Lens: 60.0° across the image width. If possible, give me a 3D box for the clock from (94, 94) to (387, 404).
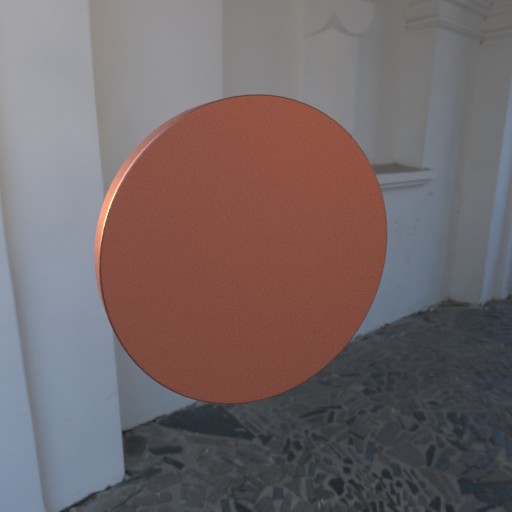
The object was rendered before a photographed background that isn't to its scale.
[{"bbox_3d":[0.000,0.000,0.460,0.313,0.313,0.040,-6,15,-24],"label":"clock"}]
